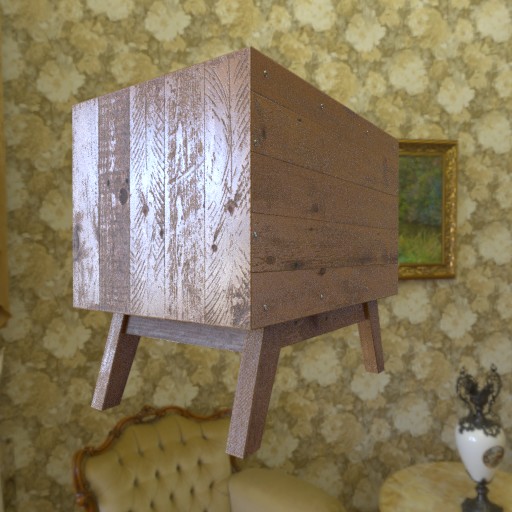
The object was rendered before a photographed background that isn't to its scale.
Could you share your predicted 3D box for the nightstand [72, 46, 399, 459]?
[{"bbox_3d":[0.000,0.000,1.018,0.450,0.599,0.650,0,1,35],"label":"nightstand"}]
